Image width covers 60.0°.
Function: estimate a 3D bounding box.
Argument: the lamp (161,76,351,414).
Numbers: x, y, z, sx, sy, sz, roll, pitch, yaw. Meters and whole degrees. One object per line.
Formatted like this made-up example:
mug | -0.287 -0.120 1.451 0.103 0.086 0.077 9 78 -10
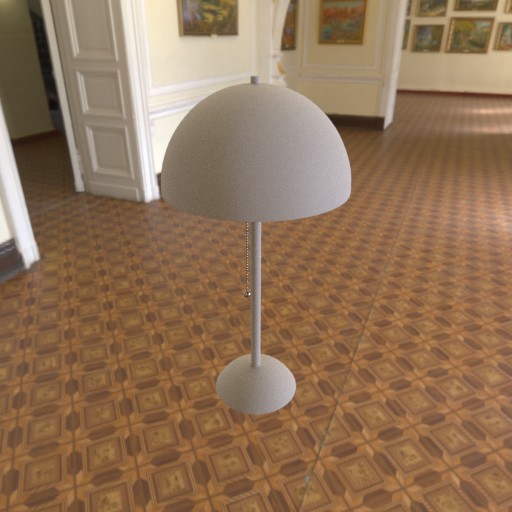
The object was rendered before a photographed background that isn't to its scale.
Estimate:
lamp | 0.000 0.000 0.438 0.171 0.330 0.171 0 26 0
